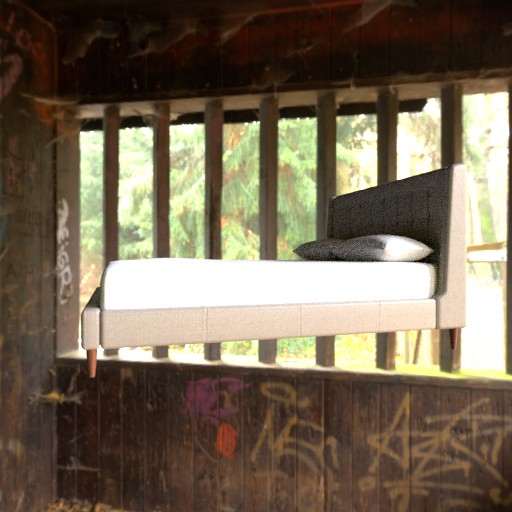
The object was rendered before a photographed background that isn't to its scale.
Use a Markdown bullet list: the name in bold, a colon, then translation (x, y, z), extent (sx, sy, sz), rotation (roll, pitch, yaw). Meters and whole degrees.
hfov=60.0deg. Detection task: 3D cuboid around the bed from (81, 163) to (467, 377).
- **bed**: translation (0.000, 0.000, 3.183), extent (2.232, 1.147, 1.656), rotation (0, 0, -17)
